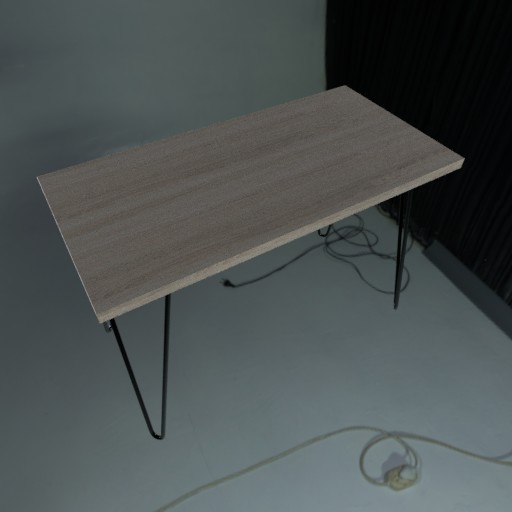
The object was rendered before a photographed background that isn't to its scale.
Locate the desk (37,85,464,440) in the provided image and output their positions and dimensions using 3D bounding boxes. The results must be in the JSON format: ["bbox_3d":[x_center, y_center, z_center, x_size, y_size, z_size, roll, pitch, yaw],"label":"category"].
[{"bbox_3d":[0.000,0.000,1.385,0.991,0.660,0.499,-23,50,-21],"label":"desk"}]
